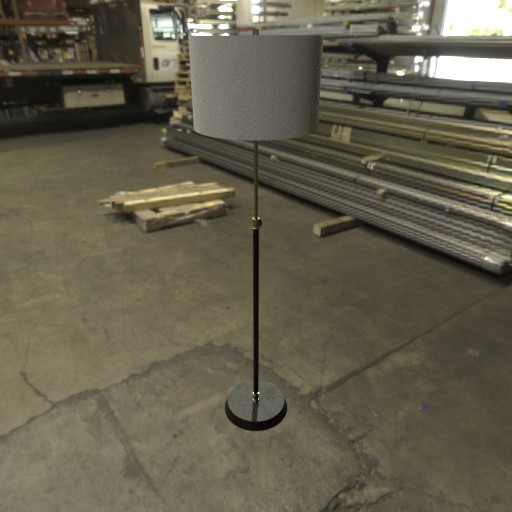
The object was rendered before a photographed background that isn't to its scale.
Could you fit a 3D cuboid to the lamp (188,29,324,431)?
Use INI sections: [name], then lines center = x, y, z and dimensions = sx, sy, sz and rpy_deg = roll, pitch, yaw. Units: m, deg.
[lamp]
center = 0.000, 0.000, 1.665
dimensions = 0.404, 1.517, 0.404
rpy_deg = -18, 32, -32
